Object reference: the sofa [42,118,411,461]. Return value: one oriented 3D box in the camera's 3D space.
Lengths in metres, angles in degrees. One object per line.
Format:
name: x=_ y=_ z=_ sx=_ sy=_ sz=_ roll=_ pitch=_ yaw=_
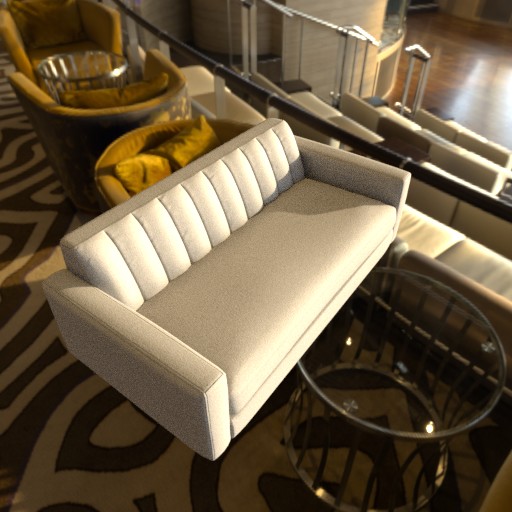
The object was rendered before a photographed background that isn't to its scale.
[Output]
sofa: x=0.000 y=0.000 z=2.426 sx=0.969 sy=0.814 sz=1.895 roll=26 pitch=47 yaw=27
